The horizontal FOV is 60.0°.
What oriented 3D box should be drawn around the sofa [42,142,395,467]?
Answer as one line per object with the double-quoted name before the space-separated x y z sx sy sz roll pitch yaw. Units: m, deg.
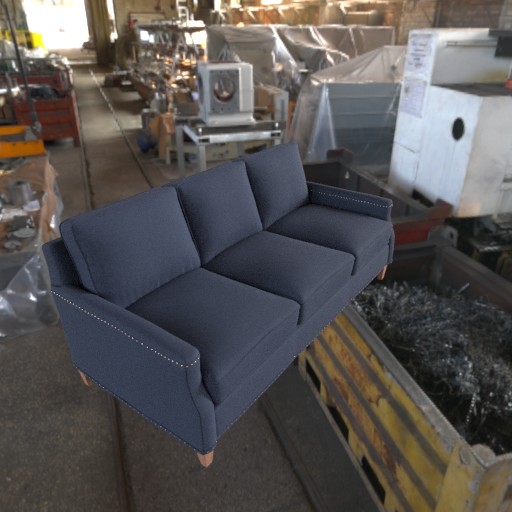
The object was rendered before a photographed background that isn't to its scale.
"sofa" 0.000 0.000 2.837 1.084 1.003 2.246 19 33 31
